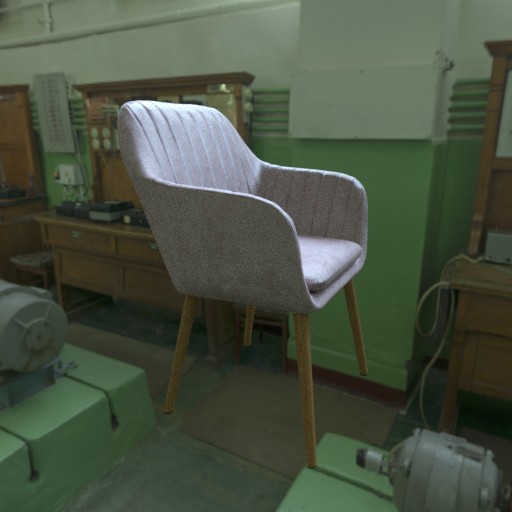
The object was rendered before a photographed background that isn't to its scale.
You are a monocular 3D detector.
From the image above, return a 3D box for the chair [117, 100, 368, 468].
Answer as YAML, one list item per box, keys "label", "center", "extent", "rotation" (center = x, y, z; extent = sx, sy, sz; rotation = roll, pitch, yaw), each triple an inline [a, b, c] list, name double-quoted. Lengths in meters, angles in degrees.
- label: "chair"
  center: [0.000, 0.000, 1.248]
  extent: [0.570, 0.832, 0.610]
  rotation: [8, 18, 27]
